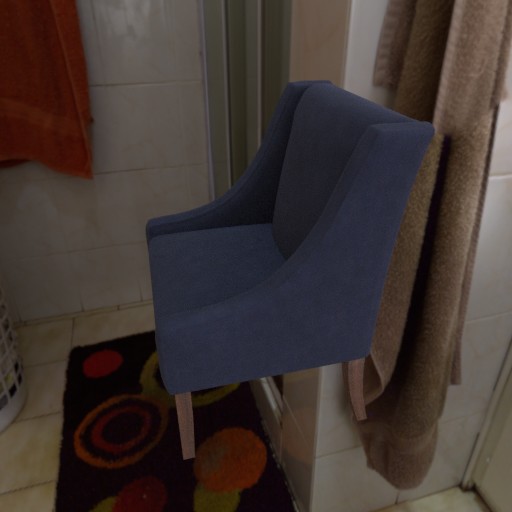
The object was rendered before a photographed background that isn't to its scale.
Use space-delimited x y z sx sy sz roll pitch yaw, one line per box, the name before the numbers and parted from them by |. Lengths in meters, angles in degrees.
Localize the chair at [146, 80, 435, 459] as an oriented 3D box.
chair | 0.000 0.000 1.324 0.629 0.895 0.629 -7 31 -12
